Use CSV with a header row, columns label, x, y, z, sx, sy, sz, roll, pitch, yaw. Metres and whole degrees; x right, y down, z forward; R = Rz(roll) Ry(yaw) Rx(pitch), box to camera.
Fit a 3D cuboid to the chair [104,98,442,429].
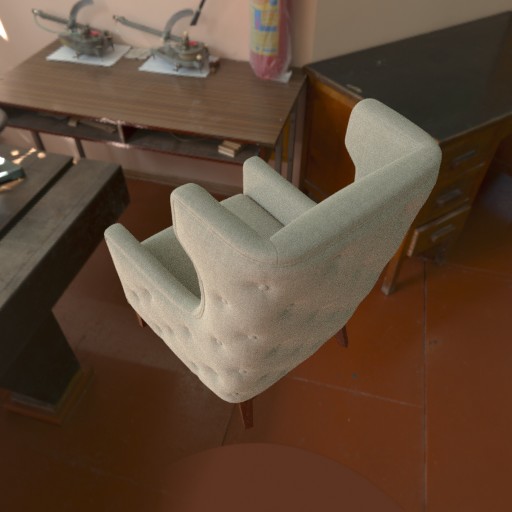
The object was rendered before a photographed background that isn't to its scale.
label,x,y,z,sx,sy,sz,roll,pitch,yaw
chair,0.000,0.000,1.602,0.778,1.079,0.899,-32,53,-27
